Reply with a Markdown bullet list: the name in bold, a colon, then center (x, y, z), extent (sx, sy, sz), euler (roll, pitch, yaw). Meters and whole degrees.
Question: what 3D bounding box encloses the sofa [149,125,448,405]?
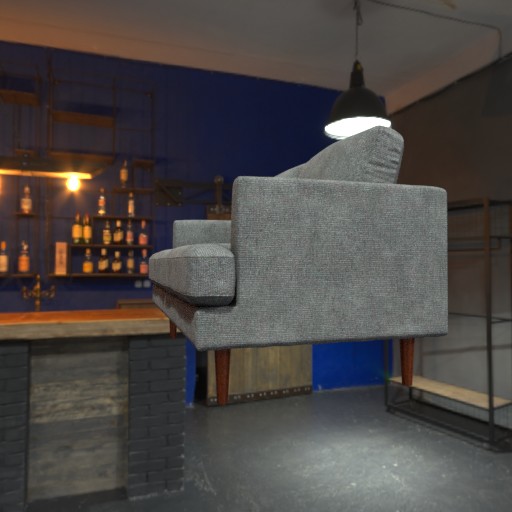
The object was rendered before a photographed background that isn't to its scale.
- **sofa**: center (0.000, 0.000, 2.111), extent (0.903, 0.956, 1.582), euler (0, -1, -18)
